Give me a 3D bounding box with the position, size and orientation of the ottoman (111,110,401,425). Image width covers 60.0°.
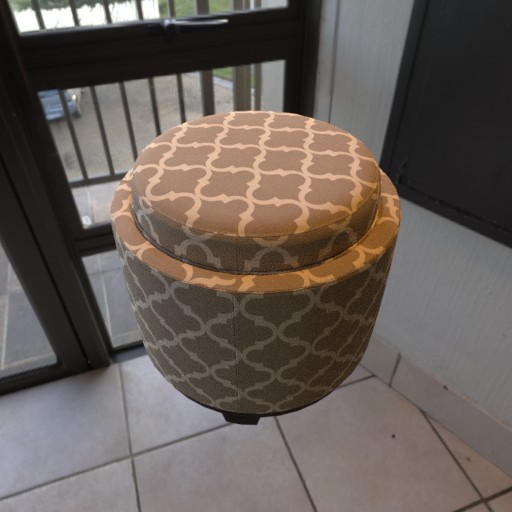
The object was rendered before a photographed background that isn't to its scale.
[{"bbox_3d":[0.000,0.000,0.833,0.480,0.429,0.480,0,41,0],"label":"ottoman"}]
